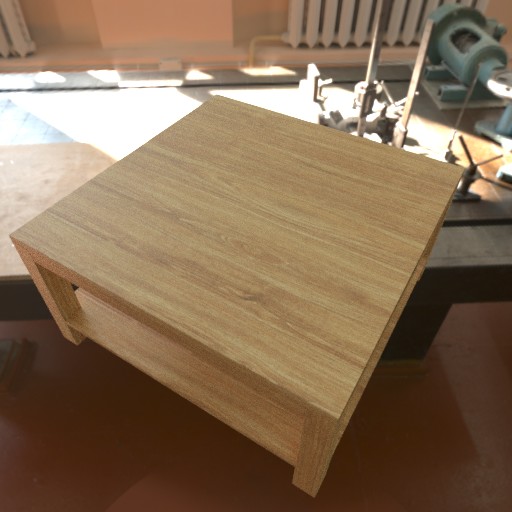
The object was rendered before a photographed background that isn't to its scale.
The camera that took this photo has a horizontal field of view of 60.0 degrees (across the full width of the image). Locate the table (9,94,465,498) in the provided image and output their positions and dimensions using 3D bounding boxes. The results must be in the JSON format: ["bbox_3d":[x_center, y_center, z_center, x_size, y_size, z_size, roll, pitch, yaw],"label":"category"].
[{"bbox_3d":[0.000,0.000,1.371,0.900,0.450,0.900,24,50,22],"label":"table"}]
